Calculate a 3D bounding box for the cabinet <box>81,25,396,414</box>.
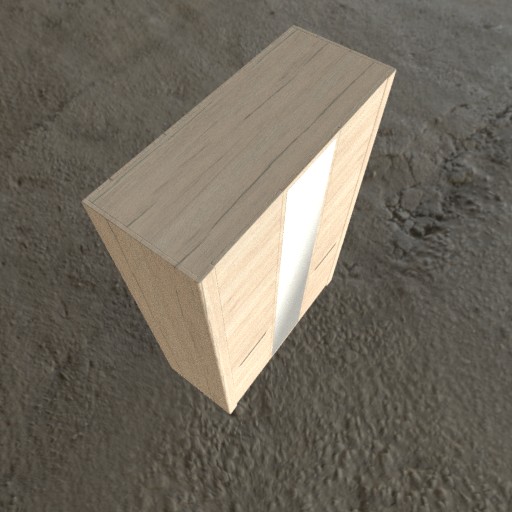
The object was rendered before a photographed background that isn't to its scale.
[{"bbox_3d":[0.000,0.000,2.737,0.580,2.070,1.400,33,64,18],"label":"cabinet"}]
